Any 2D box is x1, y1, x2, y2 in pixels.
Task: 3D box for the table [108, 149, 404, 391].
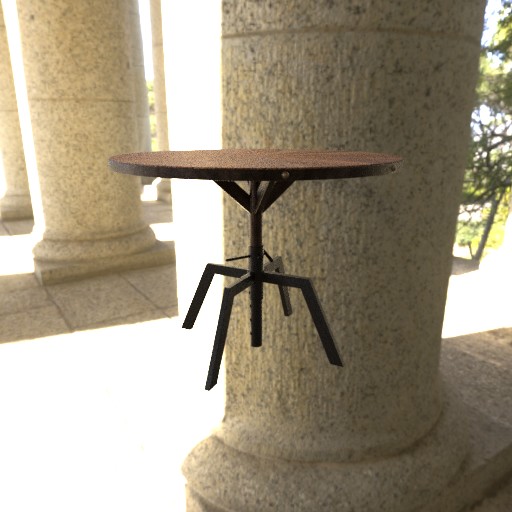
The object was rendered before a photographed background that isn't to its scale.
[{"bbox_3d":[0.000,0.000,1.484,0.885,0.658,0.885,0,16,0],"label":"table"}]
